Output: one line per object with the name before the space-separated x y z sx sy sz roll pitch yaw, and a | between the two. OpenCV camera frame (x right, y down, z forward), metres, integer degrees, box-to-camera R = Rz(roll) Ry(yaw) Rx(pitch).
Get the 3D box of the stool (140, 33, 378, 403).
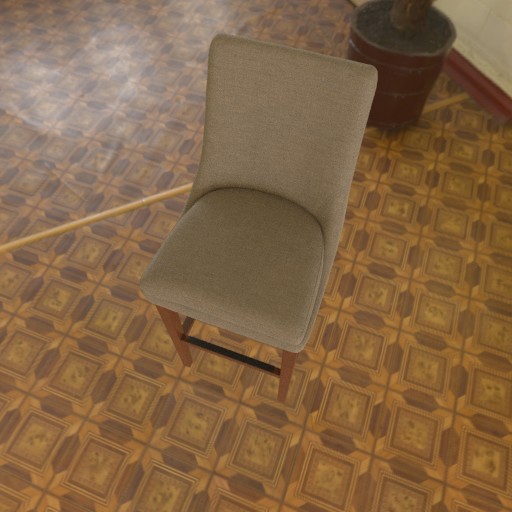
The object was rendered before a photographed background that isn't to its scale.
stool | 0.000 0.000 1.375 0.470 1.078 0.577 17 59 11
